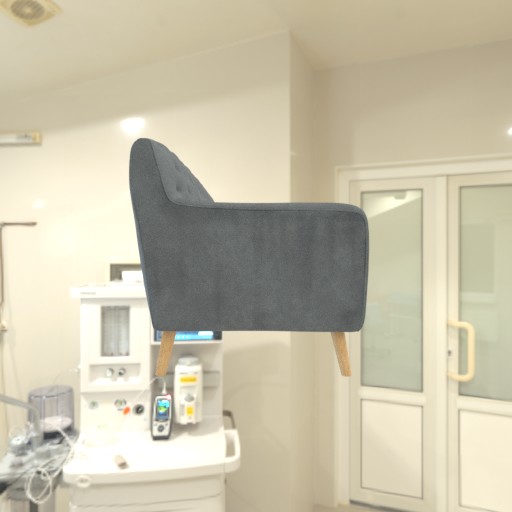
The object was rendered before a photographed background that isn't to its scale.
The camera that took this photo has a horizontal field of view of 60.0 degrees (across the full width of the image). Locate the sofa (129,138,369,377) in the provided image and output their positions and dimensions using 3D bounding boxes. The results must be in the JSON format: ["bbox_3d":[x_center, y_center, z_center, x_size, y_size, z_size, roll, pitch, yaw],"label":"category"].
[{"bbox_3d":[0.000,0.000,2.412,0.841,0.832,1.975,0,0,1],"label":"sofa"}]
